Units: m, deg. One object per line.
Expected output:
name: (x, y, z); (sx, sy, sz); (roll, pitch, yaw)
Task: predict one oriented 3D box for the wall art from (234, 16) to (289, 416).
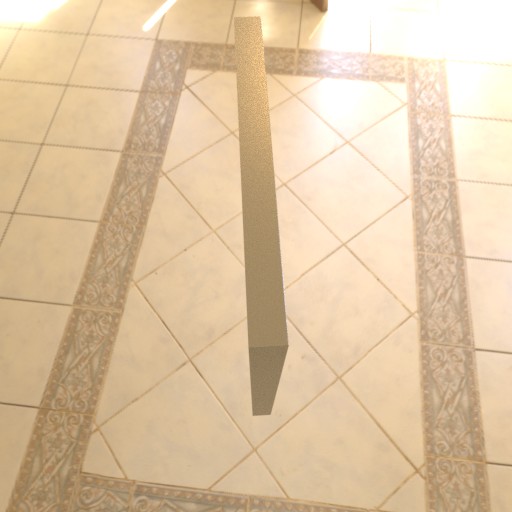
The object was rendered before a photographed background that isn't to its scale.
wall art: (0.000, 0.000, 0.751); (0.037, 0.554, 0.453); (-3, 64, -1)
